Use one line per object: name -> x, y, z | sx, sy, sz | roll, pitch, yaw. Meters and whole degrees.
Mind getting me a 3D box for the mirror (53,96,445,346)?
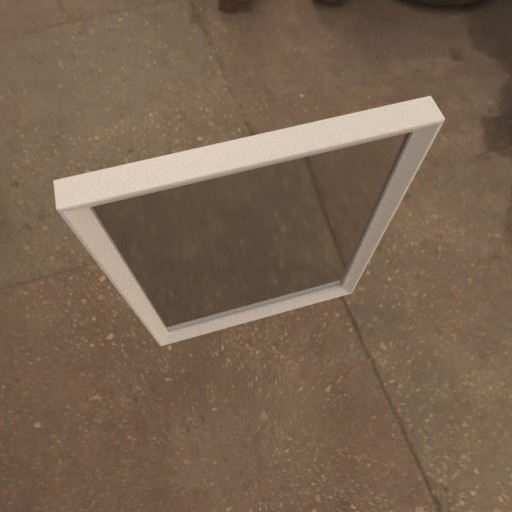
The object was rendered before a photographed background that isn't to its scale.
mirror -> 0.000, 0.000, 0.681 | 0.406, 0.509, 0.041 | -15, 65, -7
